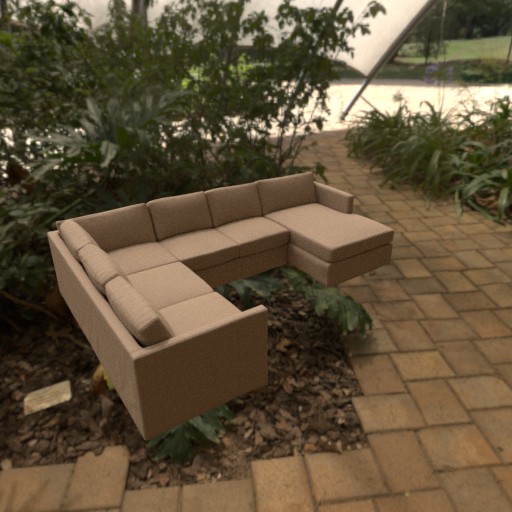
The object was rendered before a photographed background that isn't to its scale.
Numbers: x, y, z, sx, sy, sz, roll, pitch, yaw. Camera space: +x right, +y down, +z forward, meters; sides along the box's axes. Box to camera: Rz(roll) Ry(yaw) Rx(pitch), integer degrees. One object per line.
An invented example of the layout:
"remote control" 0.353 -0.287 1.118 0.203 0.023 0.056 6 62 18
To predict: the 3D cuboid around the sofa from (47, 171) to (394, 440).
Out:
"sofa" 0.000 0.000 4.546 3.460 0.882 2.427 -17 30 -31
